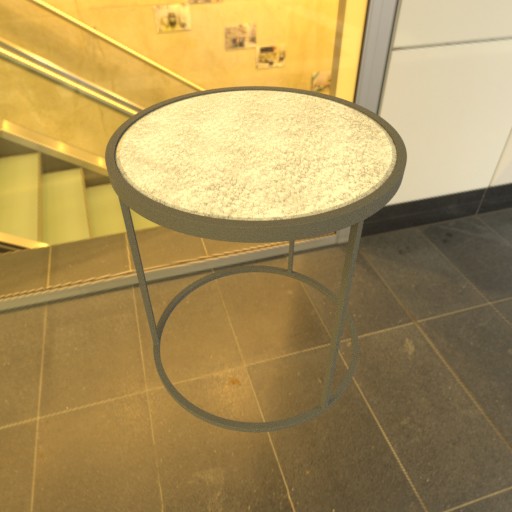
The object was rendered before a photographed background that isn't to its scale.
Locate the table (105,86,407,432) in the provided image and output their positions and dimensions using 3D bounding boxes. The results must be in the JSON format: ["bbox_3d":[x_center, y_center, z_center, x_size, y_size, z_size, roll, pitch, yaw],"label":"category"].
[{"bbox_3d":[0.000,0.000,0.874,0.470,0.498,0.470,0,41,0],"label":"table"}]
